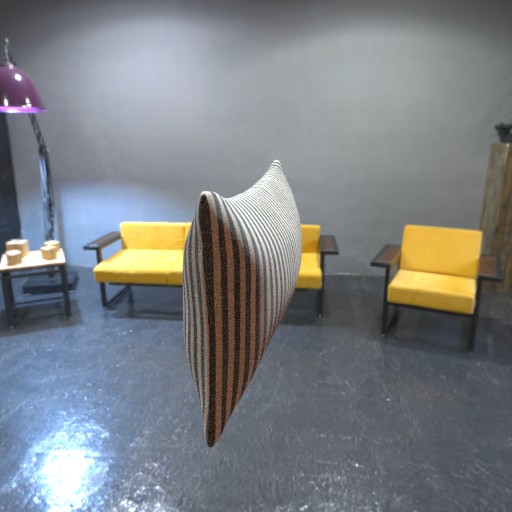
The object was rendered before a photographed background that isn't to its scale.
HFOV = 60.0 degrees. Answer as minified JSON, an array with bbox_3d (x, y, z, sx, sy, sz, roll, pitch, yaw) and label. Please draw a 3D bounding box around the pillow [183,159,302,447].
[{"bbox_3d":[0.000,0.000,0.761,0.151,0.295,0.617,2,15,9],"label":"pillow"}]
